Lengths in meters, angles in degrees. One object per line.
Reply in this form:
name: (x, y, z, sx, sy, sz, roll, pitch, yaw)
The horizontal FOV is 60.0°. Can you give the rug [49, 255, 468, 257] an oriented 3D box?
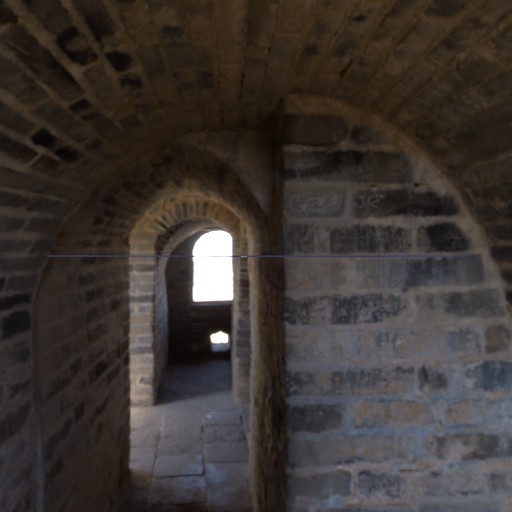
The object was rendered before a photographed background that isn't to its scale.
rug: (0.000, 0.000, 3.756, 2.940, 0.011, 2.053, 0, 0, 36)
